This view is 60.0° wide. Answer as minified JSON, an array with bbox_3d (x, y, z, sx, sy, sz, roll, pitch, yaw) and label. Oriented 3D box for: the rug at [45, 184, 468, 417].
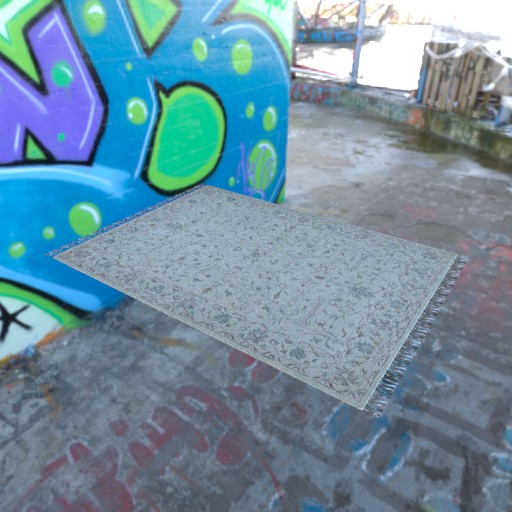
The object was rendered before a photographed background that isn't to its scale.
[{"bbox_3d":[0.000,0.000,2.277,1.802,0.008,1.247,20,36,30],"label":"rug"}]
